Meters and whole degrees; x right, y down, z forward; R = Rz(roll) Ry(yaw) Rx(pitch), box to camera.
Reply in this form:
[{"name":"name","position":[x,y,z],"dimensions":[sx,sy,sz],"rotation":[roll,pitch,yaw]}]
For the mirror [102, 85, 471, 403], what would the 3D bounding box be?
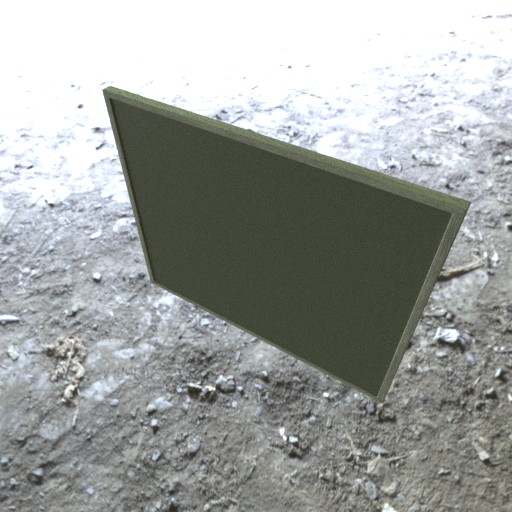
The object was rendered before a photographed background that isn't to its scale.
[{"name":"mirror","position":[0.000,0.000,1.138],"dimensions":[0.839,0.689,0.028],"rotation":[24,50,22]}]
